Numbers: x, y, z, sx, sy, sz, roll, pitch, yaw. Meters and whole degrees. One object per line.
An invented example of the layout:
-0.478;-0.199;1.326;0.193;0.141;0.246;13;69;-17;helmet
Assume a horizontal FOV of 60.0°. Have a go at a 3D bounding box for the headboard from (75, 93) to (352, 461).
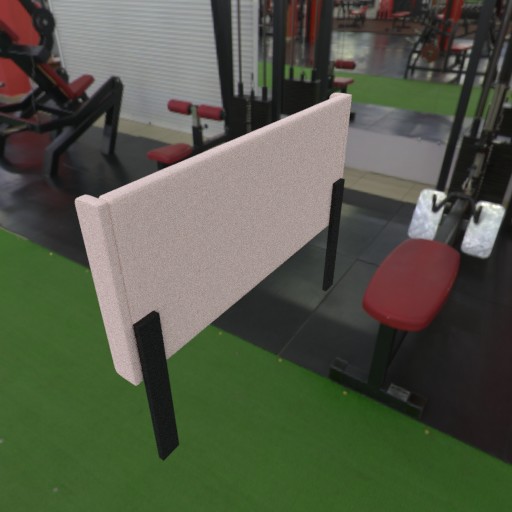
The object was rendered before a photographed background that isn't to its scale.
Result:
0.000;0.000;2.684;0.184;1.524;2.051;21;38;29;headboard
